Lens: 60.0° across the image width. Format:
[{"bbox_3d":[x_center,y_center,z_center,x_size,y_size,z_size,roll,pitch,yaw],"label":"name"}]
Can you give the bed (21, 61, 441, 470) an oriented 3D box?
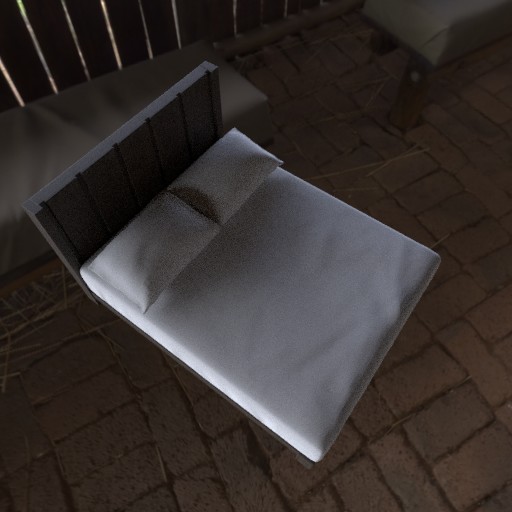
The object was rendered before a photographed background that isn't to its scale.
[{"bbox_3d":[0.000,0.000,3.225,2.242,1.270,1.727,32,64,18],"label":"bed"}]
